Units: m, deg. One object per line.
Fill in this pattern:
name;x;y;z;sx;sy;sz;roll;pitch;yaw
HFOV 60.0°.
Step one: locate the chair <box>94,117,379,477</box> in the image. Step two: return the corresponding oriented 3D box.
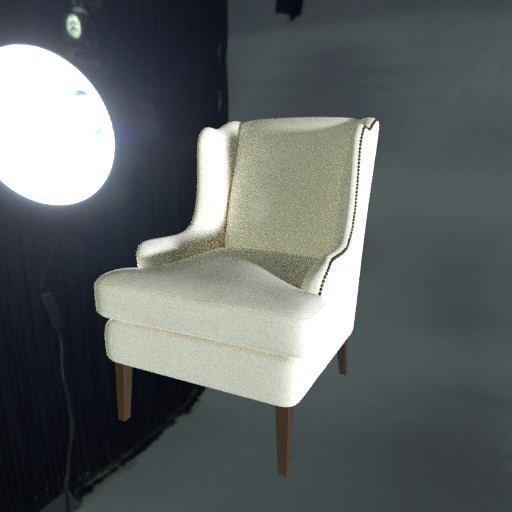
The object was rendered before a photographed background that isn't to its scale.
chair;0.000;0.000;1.650;0.737;1.029;0.940;7;15;25
